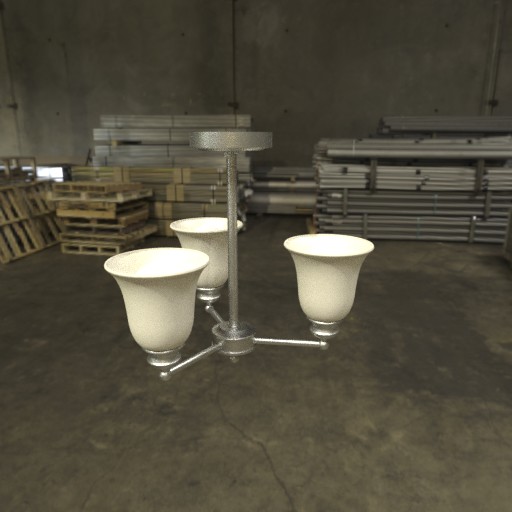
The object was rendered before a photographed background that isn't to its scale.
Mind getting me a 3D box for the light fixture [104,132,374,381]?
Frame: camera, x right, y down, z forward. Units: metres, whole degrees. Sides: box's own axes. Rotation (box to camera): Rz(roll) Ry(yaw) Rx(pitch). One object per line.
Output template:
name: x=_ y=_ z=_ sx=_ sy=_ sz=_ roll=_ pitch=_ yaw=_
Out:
light fixture: x=0.000 y=0.000 z=0.688 sx=0.354 sy=0.370 sz=0.388 roll=2 pitch=15 yaw=8
